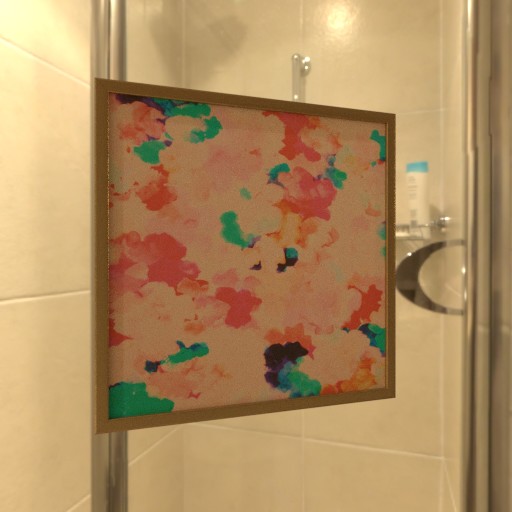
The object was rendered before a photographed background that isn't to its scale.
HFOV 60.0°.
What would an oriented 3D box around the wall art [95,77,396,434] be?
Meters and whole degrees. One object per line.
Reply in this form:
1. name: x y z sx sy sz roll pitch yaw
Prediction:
1. wall art: 0.000 0.000 0.445 0.304 0.305 0.038 0 0 -19
